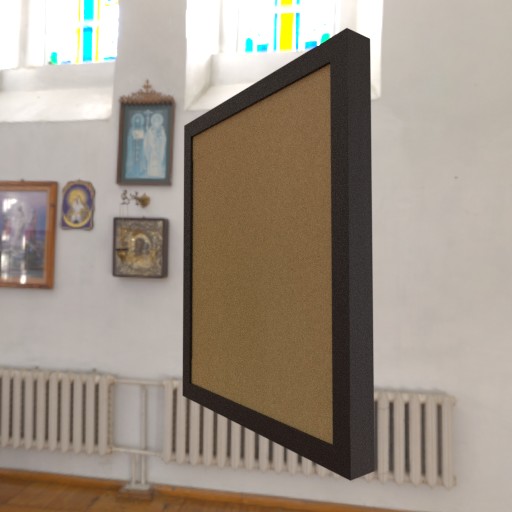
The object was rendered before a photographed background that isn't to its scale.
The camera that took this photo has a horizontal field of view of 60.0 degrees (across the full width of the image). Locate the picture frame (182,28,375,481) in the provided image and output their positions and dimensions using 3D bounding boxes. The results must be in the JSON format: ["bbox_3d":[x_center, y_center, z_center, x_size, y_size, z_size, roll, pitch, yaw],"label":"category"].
[{"bbox_3d":[0.000,0.000,0.740,0.044,0.555,0.452,2,-3,-35],"label":"picture frame"}]
